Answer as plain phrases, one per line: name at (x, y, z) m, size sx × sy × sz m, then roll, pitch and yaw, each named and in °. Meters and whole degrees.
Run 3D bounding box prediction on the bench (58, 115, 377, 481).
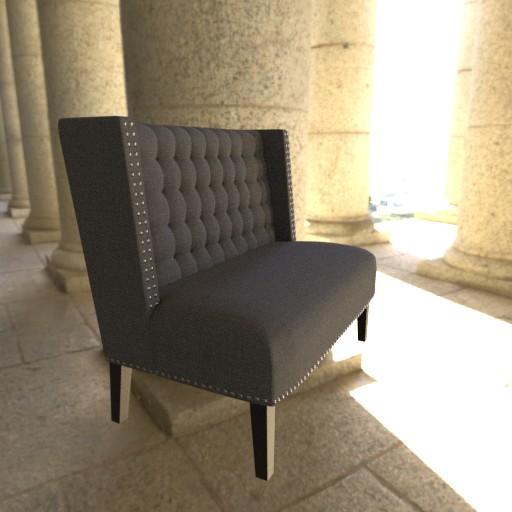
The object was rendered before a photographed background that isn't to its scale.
bench at (0.000, 0.000, 1.956) m, size 0.842 × 1.121 × 1.276 m, roll 7°, pitch 16°, yaw 27°
